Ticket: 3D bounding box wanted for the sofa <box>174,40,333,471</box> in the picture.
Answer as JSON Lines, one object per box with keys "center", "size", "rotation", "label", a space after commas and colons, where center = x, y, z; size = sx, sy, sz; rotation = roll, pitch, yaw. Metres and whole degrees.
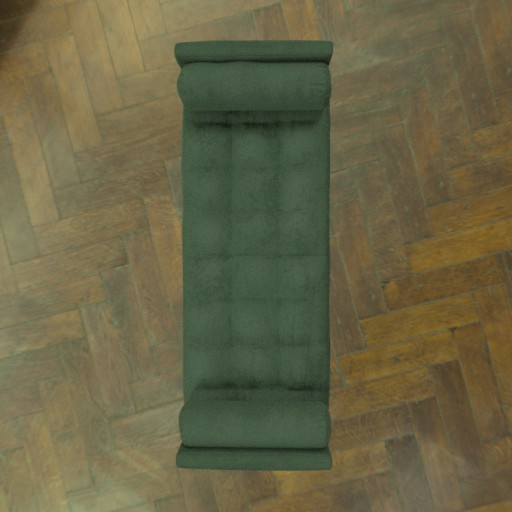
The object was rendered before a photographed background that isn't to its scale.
{"center": [0.000, 0.000, 2.476], "size": [0.817, 0.681, 2.130], "rotation": [0, 91, 2], "label": "sofa"}
